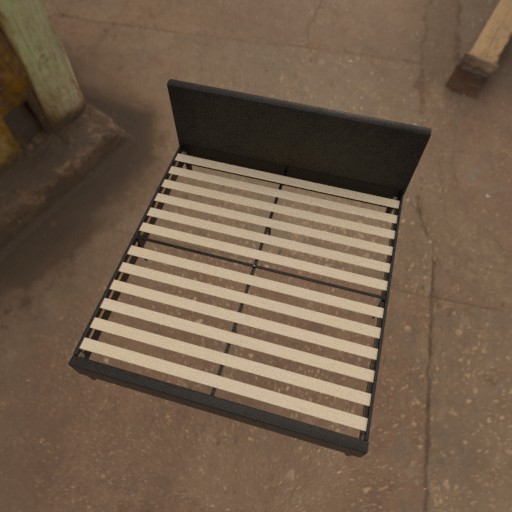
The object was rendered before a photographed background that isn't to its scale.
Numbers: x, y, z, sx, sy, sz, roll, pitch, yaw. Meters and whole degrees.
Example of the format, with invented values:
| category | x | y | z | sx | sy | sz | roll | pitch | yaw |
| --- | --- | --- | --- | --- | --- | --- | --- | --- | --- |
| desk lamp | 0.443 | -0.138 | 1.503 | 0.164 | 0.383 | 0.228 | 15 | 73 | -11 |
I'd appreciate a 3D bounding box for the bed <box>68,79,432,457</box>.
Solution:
| category | x | y | z | sx | sy | sz | roll | pitch | yaw |
| --- | --- | --- | --- | --- | --- | --- | --- | --- | --- |
| bed | 0.000 | 0.000 | 3.234 | 2.018 | 1.046 | 2.152 | 14 | 60 | 8 |
